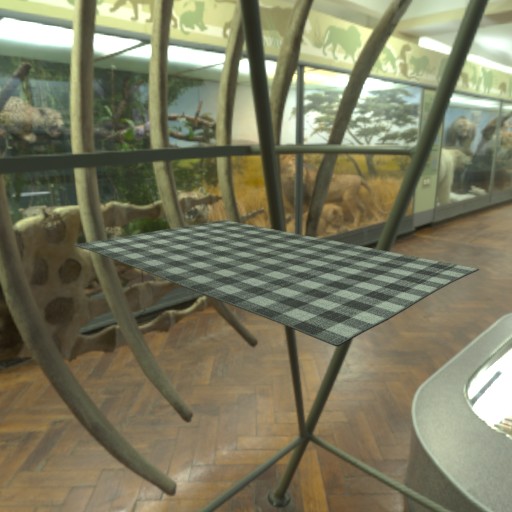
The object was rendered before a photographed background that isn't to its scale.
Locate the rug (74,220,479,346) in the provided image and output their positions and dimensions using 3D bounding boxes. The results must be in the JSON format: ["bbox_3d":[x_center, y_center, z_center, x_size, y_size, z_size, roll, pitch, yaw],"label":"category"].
[{"bbox_3d":[0.000,0.000,3.138,1.554,0.011,2.476,-14,20,-43],"label":"rug"}]
